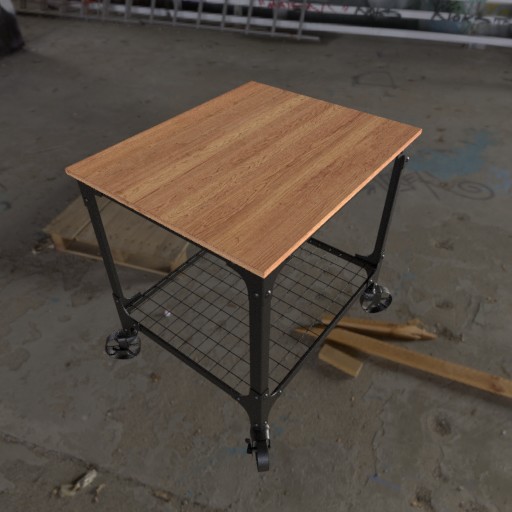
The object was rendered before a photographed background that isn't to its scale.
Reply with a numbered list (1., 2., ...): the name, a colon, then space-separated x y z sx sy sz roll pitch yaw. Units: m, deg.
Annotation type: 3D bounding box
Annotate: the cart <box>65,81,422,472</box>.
1. cart: 0.000 0.000 1.121 0.558 0.603 0.666 27 48 27
